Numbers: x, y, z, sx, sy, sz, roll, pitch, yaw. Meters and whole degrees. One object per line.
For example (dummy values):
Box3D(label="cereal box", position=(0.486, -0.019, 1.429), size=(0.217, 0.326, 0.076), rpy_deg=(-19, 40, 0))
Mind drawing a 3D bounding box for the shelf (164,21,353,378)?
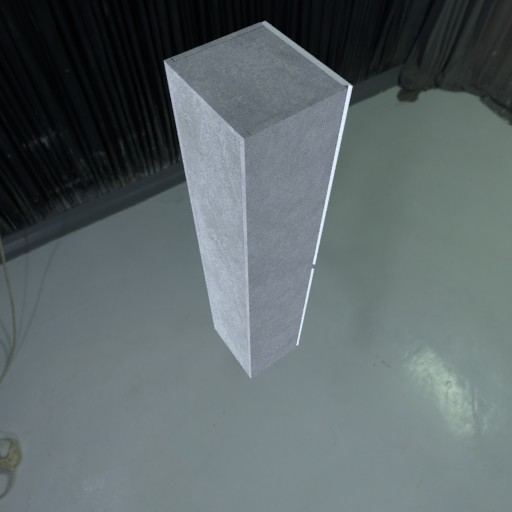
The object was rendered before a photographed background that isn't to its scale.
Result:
Box3D(label="shelf", position=(0.000, 0.000, 1.512), size=(0.270, 1.400, 0.300), rpy_deg=(-31, 62, -19))
